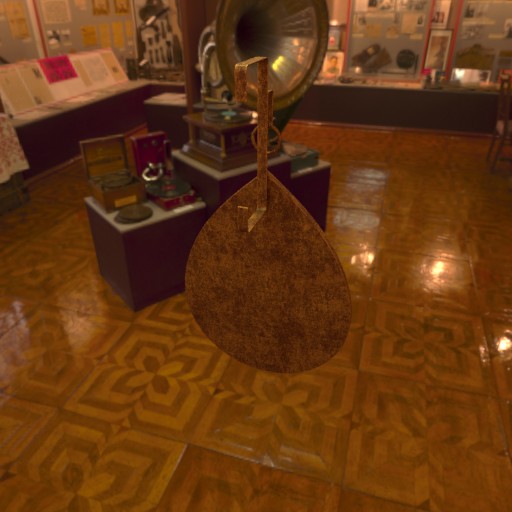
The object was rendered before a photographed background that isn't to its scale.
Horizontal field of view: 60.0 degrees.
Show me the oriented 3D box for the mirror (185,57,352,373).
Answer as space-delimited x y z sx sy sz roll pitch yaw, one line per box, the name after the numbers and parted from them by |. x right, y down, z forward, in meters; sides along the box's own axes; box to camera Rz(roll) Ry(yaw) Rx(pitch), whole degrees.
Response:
0.000 0.000 0.911 0.405 0.744 0.144 10 32 16 | mirror
